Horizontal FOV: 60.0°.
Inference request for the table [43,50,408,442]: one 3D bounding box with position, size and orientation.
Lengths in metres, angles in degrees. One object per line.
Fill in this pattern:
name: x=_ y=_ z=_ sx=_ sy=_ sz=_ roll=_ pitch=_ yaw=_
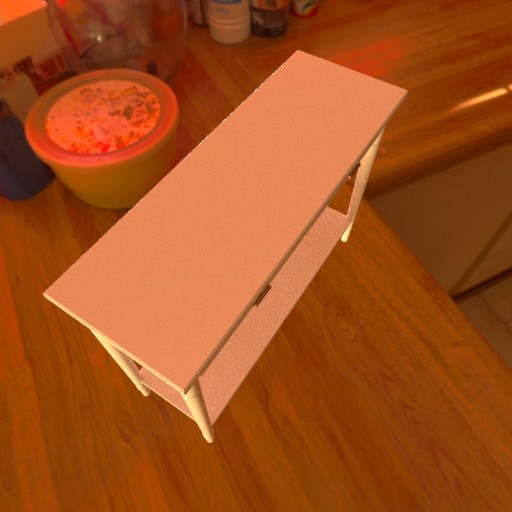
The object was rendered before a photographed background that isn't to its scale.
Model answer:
table: x=0.000 y=0.000 z=1.436 sx=0.381 sy=0.749 sz=1.067 roll=29 pitch=61 yaw=18
